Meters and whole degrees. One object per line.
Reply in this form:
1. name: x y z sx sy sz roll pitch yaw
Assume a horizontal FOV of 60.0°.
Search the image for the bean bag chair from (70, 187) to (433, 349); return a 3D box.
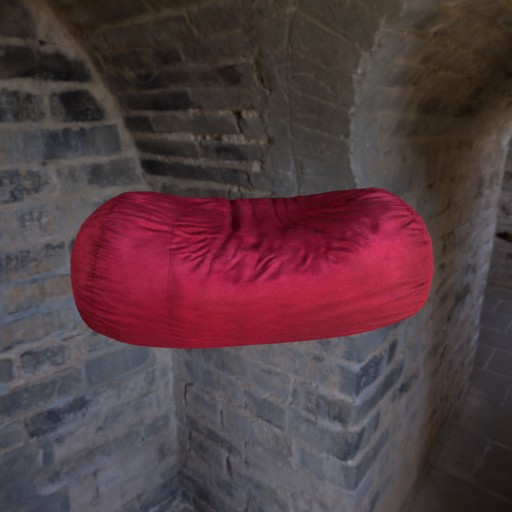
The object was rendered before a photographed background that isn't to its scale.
1. bean bag chair: 0.000 0.000 2.927 2.293 0.867 1.216 -2 17 -7
